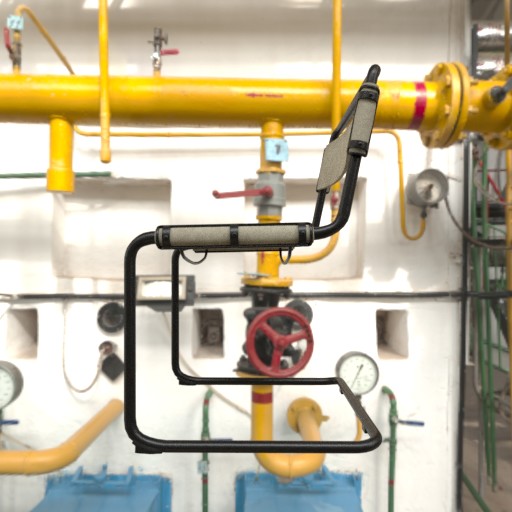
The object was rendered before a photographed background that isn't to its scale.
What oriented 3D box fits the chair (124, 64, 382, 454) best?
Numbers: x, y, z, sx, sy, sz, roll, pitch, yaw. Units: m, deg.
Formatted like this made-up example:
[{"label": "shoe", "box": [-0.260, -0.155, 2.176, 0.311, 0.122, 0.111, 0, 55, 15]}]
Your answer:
[{"label": "chair", "box": [0.000, 0.000, 1.065, 0.497, 0.747, 0.499, 0, 0, 1]}]
